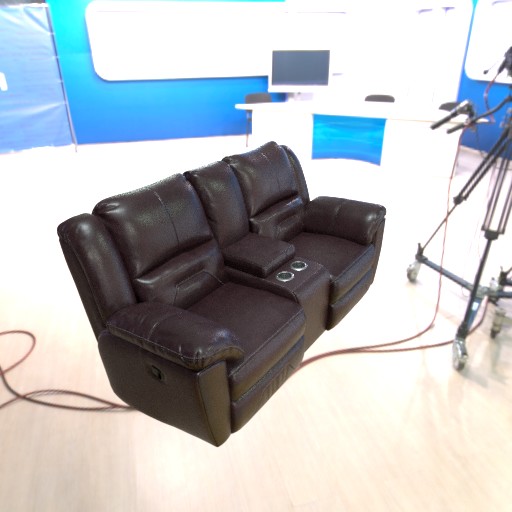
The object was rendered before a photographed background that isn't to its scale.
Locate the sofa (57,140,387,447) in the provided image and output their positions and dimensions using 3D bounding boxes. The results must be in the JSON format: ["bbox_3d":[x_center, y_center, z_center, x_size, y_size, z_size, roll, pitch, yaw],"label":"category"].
[{"bbox_3d":[0.000,0.000,2.734,0.991,1.043,2.058,18,32,31],"label":"sofa"}]
